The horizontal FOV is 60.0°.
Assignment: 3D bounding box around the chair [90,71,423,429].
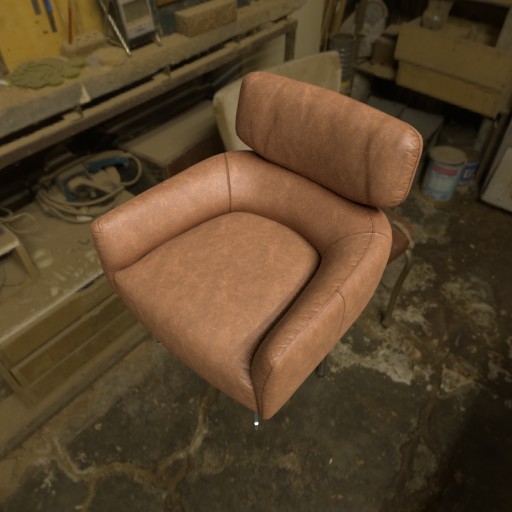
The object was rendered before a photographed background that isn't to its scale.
[{"bbox_3d":[0.000,0.000,1.336,0.706,0.812,0.715,32,54,28],"label":"chair"}]
